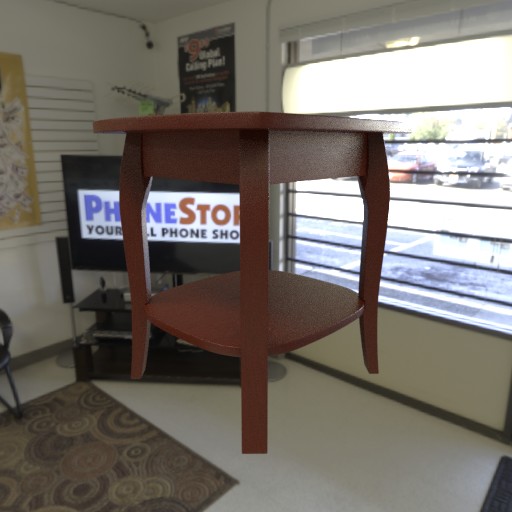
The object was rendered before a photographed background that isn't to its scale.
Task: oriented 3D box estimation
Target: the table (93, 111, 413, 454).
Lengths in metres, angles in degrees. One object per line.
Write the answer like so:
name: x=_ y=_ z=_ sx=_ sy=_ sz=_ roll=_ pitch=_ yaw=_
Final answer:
table: x=0.000 y=0.000 z=0.859 sx=0.433 sy=0.496 sz=0.502 roll=13 pitch=19 yaw=43
